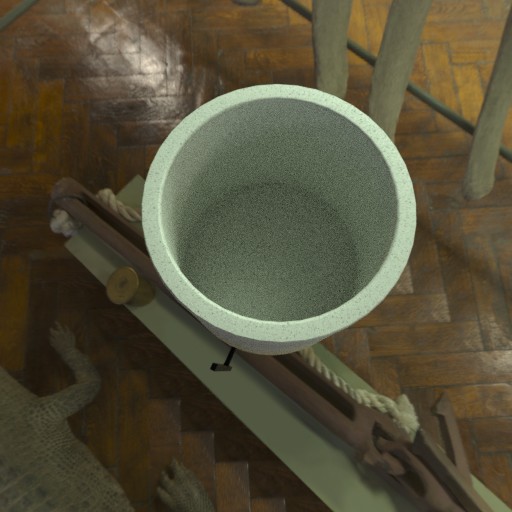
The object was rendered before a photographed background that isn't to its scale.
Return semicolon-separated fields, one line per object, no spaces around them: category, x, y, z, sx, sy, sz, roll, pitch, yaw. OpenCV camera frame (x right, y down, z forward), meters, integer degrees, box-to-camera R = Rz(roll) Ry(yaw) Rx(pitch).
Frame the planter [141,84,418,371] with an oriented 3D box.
planter;0.000;0.000;0.552;0.267;0.362;0.263;41;79;10
